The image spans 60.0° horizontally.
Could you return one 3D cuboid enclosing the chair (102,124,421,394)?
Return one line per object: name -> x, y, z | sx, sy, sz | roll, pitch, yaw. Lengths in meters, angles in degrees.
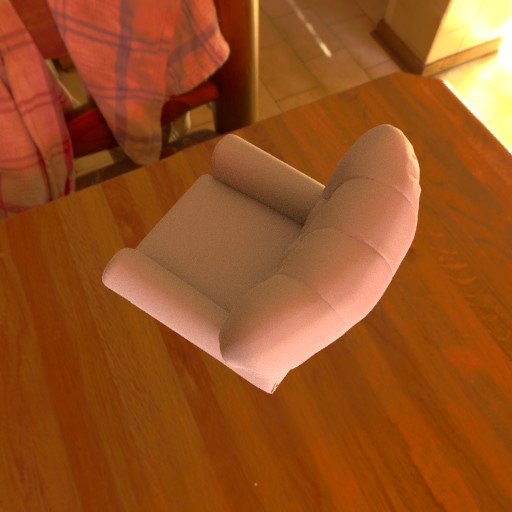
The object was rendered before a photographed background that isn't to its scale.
chair -> 0.000, 0.000, 2.067 | 1.128, 1.217, 1.090 | 31, 67, 15
